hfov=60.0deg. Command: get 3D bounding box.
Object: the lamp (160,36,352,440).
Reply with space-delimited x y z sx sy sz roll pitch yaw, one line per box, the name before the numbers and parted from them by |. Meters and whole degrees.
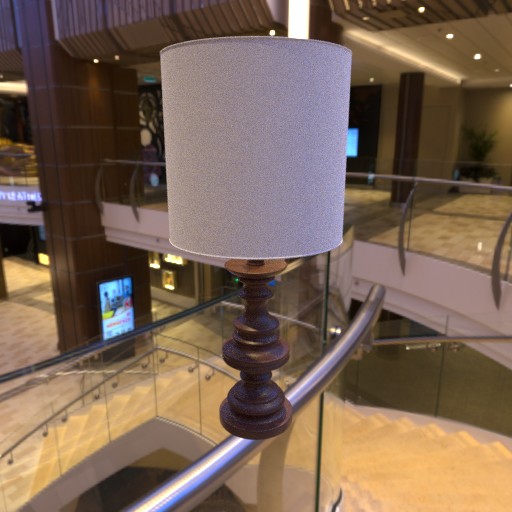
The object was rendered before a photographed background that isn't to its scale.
lamp | 0.000 0.000 0.549 0.208 0.455 0.208 -3 15 -10
